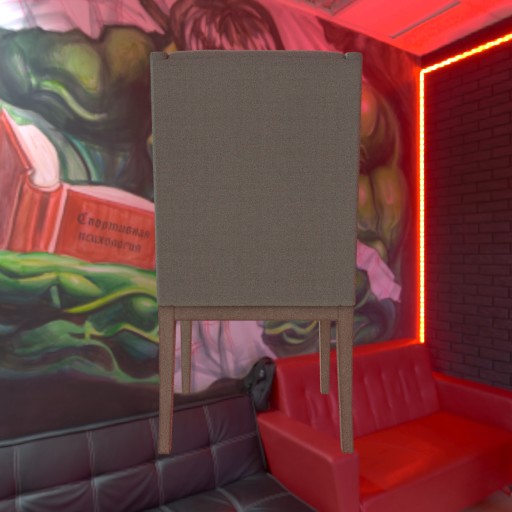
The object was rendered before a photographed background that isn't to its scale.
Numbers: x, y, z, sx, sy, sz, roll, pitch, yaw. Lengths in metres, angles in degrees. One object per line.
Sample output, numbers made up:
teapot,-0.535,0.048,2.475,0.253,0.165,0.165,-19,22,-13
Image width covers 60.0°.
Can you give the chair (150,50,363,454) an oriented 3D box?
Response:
chair,0.000,0.000,1.381,0.575,1.021,0.611,0,0,0
